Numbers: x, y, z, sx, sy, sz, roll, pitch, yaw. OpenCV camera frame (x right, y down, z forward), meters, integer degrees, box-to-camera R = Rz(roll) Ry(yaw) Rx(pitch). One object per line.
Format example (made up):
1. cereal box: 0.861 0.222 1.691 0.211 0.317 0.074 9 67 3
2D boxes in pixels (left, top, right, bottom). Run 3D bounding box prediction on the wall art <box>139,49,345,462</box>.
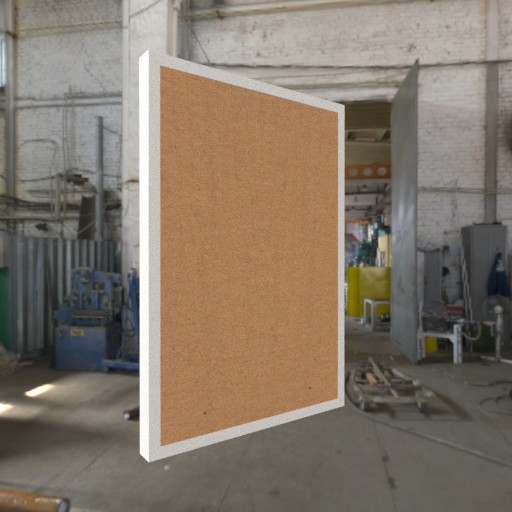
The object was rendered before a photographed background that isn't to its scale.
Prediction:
1. wall art: 0.000 0.000 0.555 0.293 0.428 0.025 0 0 -36
